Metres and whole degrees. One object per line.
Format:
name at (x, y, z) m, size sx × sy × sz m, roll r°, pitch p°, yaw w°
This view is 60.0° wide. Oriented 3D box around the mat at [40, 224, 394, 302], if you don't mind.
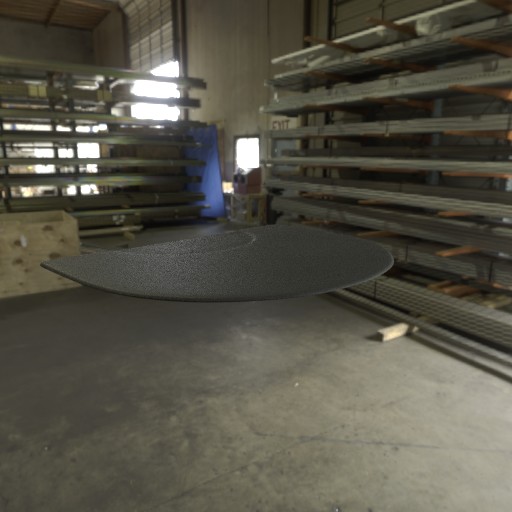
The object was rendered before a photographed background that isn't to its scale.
mat at (0.000, 0.000, 1.629) m, size 0.917 × 0.016 × 1.220 m, roll 12°, pitch 18°, yaw 43°
